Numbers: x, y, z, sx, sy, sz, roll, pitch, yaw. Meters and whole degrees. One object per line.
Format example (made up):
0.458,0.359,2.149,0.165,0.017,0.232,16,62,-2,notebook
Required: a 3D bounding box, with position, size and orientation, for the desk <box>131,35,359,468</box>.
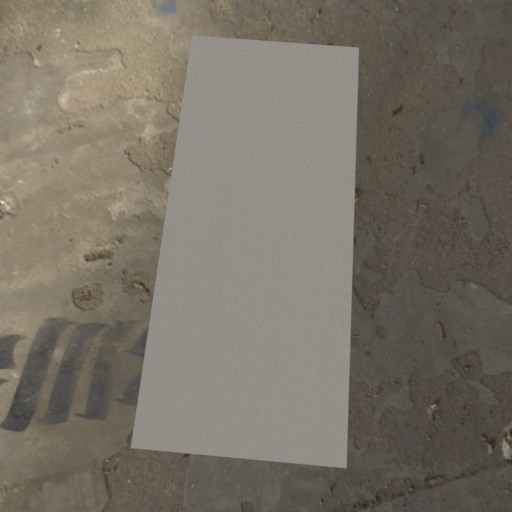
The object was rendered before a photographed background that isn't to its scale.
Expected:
0.000,0.000,1.705,0.589,0.762,1.313,5,75,1,desk
